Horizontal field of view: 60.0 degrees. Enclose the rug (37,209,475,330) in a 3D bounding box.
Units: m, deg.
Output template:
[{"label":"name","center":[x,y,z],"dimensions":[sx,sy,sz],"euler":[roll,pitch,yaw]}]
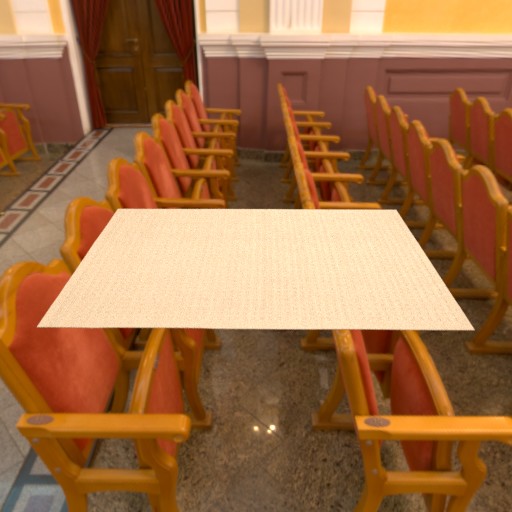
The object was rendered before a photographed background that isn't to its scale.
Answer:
[{"label":"rug","center":[0.000,0.000,2.974],"dimensions":[2.289,0.006,1.523],"euler":[0,30,0]}]
